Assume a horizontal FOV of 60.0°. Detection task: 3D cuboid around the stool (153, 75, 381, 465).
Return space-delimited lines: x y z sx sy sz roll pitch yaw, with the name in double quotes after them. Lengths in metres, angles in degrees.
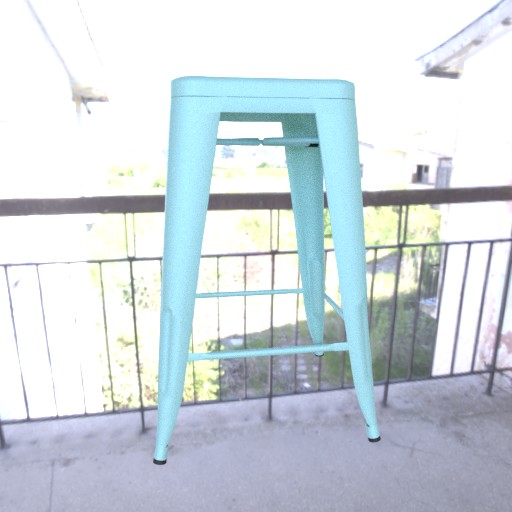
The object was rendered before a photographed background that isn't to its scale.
0.000 0.000 0.851 0.399 0.609 0.359 -2 14 -9 "stool"
